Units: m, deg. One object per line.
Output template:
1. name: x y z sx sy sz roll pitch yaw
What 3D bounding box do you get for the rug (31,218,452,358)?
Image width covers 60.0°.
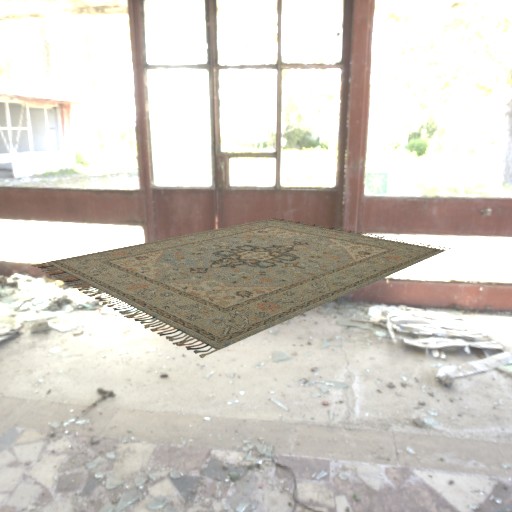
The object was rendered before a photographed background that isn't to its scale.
1. rug: 0.000 0.000 3.443 1.971 0.010 2.651 15 21 43
